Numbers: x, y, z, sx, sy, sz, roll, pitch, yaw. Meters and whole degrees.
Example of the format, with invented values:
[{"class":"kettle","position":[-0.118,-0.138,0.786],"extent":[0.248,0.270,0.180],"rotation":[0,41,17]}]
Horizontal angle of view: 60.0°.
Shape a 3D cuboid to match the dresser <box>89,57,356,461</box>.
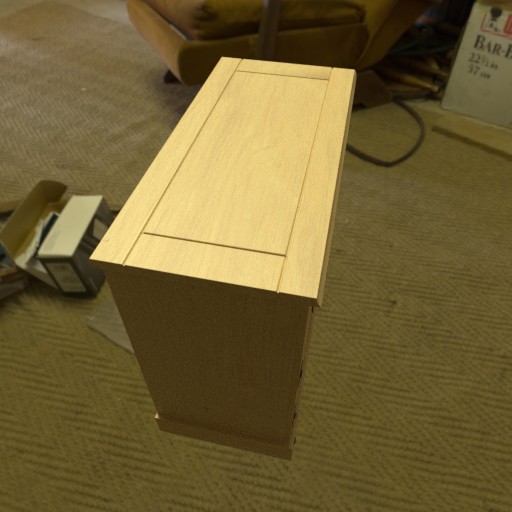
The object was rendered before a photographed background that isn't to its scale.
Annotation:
[{"class":"dresser","position":[0.000,0.000,1.404],"extent":[0.440,0.835,0.915],"rotation":[9,48,9]}]
